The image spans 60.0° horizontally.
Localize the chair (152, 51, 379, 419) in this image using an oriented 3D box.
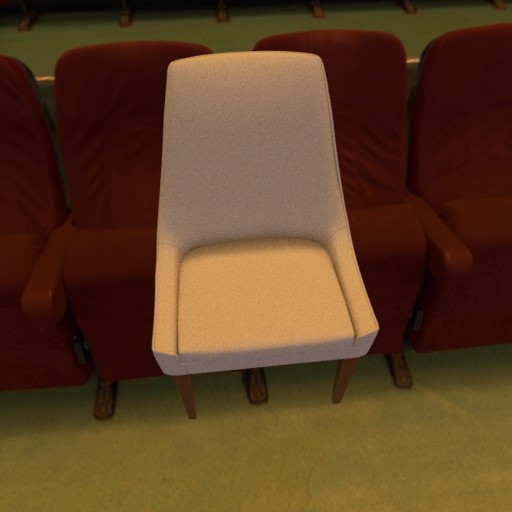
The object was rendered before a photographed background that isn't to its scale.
[{"bbox_3d":[0.000,0.000,1.178,0.529,0.861,0.544,-5,47,-4],"label":"chair"}]
